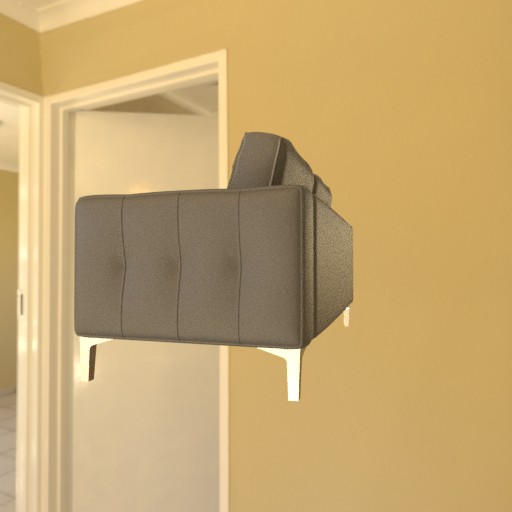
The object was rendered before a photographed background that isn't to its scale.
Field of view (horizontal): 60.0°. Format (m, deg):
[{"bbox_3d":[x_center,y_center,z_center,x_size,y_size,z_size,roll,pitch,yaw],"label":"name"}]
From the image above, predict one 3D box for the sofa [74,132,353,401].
[{"bbox_3d":[0.000,0.000,2.225,0.833,0.892,1.726,0,-1,17],"label":"sofa"}]
